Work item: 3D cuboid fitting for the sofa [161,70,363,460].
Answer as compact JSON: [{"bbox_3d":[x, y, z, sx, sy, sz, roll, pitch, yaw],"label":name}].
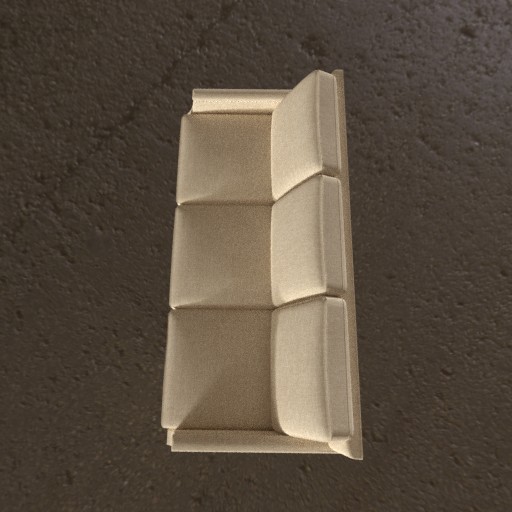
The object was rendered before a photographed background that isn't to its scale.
[{"bbox_3d":[0.000,0.000,2.737,1.041,0.940,2.210,1,74,0],"label":"sofa"}]
